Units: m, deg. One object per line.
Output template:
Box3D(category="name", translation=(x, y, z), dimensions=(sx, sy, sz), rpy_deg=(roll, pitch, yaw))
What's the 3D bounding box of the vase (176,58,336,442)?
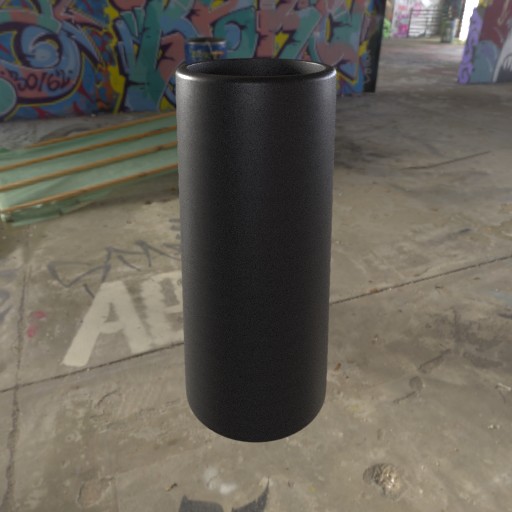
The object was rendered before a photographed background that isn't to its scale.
Box3D(category="vase", translation=(0.000, 0.000, 0.365), dimensions=(0.136, 0.289, 0.136), rpy_deg=(-1, 30, -2))
